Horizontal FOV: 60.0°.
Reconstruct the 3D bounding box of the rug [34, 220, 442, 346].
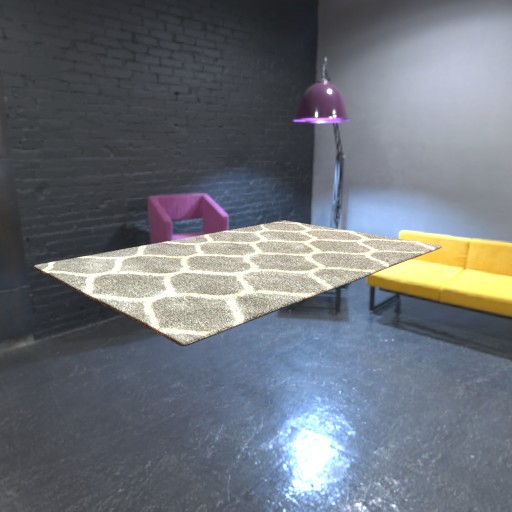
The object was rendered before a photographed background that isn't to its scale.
[{"bbox_3d":[0.000,0.000,3.463,1.801,0.026,2.701,14,20,43],"label":"rug"}]
